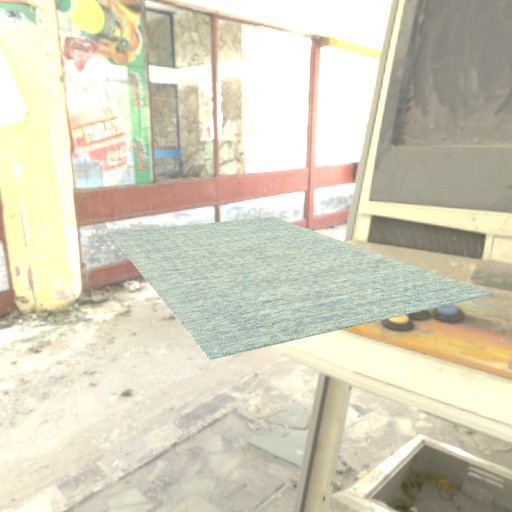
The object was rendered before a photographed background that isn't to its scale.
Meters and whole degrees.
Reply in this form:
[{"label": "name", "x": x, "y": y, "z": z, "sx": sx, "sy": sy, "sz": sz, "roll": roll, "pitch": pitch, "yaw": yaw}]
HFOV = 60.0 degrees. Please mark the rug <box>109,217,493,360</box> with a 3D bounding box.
[{"label": "rug", "x": 0.000, "y": 0.000, "z": 2.196, "sx": 1.142, "sy": 0.006, "sz": 1.752, "roll": -7, "pitch": 17, "yaw": -25}]
